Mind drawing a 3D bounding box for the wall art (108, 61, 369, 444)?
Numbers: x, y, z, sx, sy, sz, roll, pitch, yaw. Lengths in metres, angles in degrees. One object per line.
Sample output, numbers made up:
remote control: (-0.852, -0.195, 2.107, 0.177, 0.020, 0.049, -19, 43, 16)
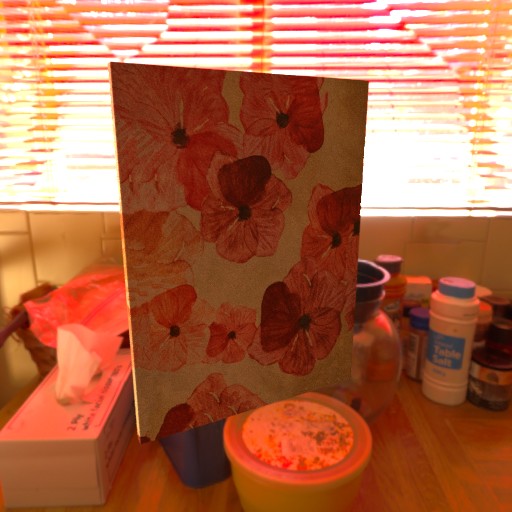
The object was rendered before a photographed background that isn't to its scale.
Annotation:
wall art: (0.000, 0.000, 1.318, 0.762, 1.015, 0.031, -8, 17, -27)
